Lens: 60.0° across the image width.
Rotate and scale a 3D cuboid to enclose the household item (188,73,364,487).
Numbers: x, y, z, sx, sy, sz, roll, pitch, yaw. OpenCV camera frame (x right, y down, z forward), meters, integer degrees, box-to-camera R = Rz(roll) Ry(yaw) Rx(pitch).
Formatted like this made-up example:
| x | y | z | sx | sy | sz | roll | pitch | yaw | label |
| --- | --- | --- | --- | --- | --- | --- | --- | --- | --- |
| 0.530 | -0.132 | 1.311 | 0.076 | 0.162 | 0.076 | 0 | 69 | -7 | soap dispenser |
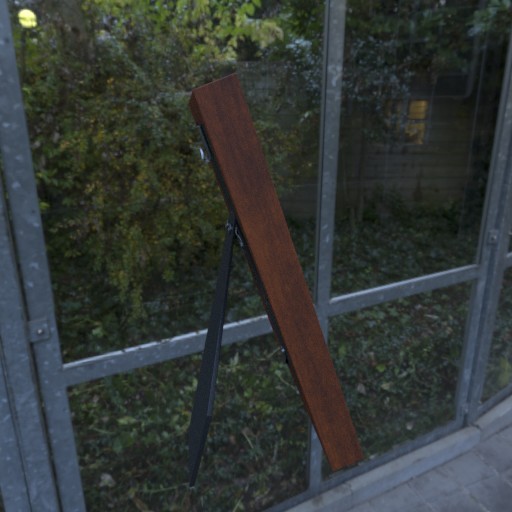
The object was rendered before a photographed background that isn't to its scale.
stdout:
| x | y | z | sx | sy | sz | roll | pitch | yaw | label |
| --- | --- | --- | --- | --- | --- | --- | --- | --- | --- |
| 0.000 | 0.000 | 0.286 | 0.096 | 0.204 | 0.160 | -3 | 17 | -9 | household item |
